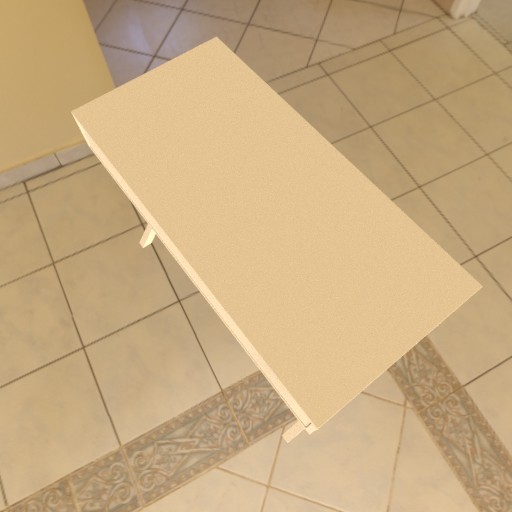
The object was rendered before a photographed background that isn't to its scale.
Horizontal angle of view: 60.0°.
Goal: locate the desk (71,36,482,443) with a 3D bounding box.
[{"bbox_3d":[0.000,0.000,1.487,0.509,0.780,1.059,-35,69,-15],"label":"desk"}]
